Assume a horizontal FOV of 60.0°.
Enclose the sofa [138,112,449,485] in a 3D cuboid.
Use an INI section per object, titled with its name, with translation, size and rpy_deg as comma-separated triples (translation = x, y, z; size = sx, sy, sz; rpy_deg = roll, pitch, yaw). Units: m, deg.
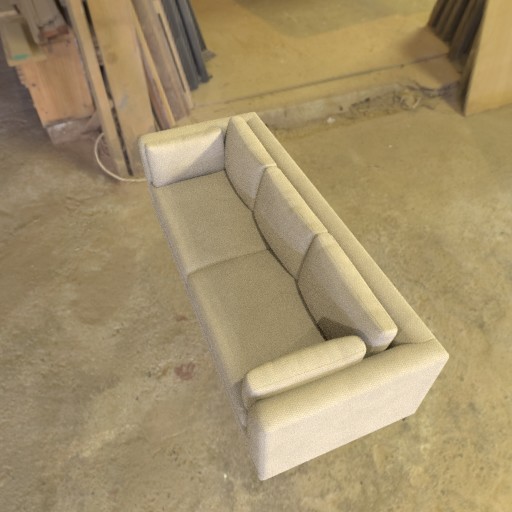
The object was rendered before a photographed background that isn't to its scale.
[sofa]
translation = 0.000, 0.000, 2.925
size = 0.969, 0.867, 2.415
rpy_deg = -17, 49, -15
